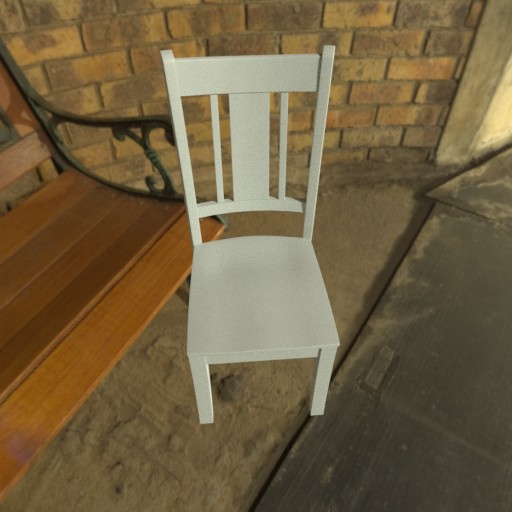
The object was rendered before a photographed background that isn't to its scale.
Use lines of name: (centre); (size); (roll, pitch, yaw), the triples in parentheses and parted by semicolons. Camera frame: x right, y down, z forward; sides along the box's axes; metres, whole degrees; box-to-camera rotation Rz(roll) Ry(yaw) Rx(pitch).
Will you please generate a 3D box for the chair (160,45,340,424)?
chair: (0.000, 0.000, 1.306); (0.450, 0.998, 0.555); (-3, 45, -3)
